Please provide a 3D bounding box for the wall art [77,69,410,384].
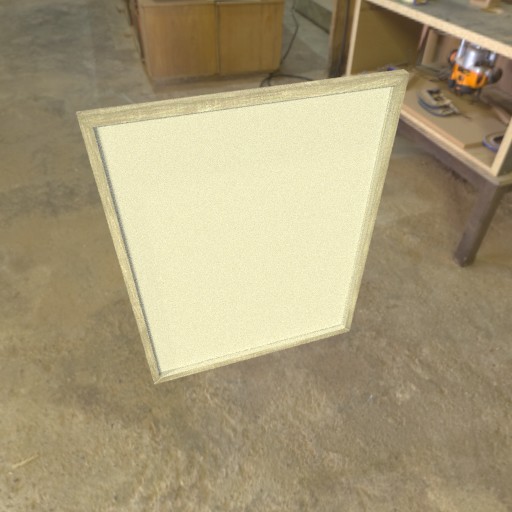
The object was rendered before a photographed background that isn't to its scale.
[{"bbox_3d":[0.000,0.000,1.353,0.781,1.022,0.035,-13,44,-13],"label":"wall art"}]
